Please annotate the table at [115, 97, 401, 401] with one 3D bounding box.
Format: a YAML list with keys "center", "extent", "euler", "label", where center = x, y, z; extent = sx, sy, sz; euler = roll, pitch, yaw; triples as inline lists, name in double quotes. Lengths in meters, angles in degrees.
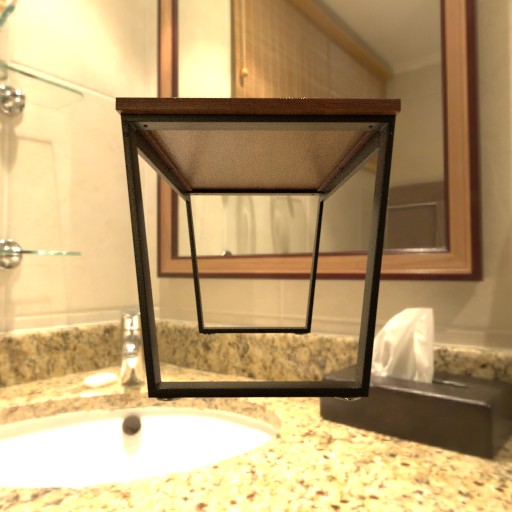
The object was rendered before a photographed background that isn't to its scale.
- center: [0.000, 0.000, 1.699]
  extent: [0.714, 0.760, 1.205]
  euler: [0, -1, -1]
  label: "table"
